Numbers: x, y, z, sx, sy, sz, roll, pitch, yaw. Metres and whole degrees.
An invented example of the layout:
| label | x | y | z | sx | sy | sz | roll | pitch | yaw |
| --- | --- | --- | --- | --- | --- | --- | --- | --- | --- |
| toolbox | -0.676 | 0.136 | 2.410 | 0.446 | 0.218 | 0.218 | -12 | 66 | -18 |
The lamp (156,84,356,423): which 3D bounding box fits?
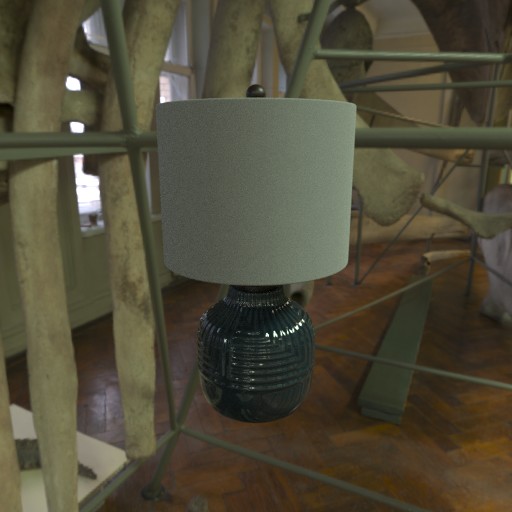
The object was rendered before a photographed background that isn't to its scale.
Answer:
| label | x | y | z | sx | sy | sz | roll | pitch | yaw |
| --- | --- | --- | --- | --- | --- | --- | --- | --- | --- |
| lamp | 0.000 | 0.000 | 0.780 | 0.318 | 0.567 | 0.318 | 0 | 15 | 0 |
